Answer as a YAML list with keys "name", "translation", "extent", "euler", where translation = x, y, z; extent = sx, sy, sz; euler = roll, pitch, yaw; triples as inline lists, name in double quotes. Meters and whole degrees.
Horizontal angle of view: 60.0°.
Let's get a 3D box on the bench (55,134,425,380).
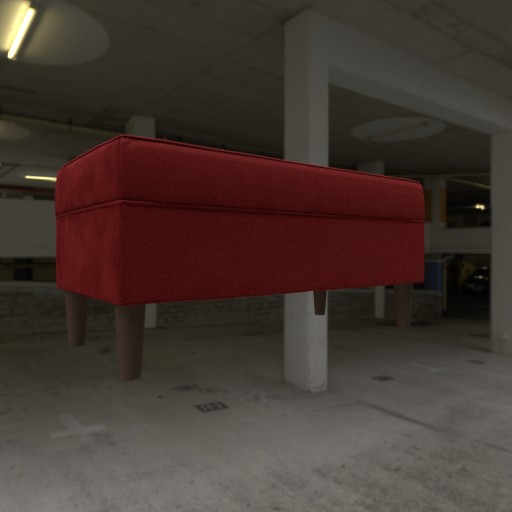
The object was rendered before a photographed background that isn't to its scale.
- name: "bench"
  translation: [0.000, 0.000, 1.304]
  extent: [1.016, 0.471, 0.492]
  euler: [-1, 1, -37]
